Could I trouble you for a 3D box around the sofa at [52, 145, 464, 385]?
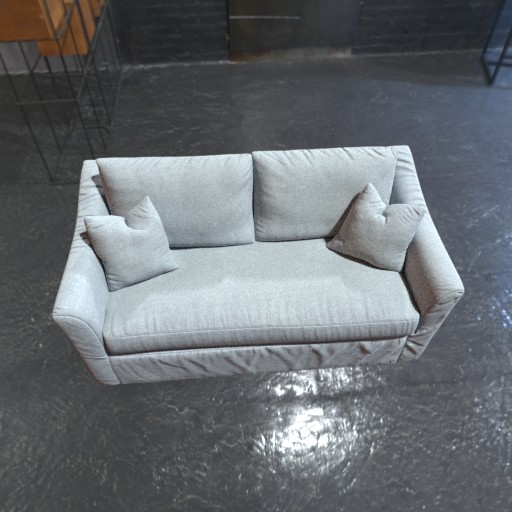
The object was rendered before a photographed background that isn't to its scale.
[{"bbox_3d":[0.000,0.000,2.607,2.010,1.018,1.072,-3,47,-3],"label":"sofa"}]
